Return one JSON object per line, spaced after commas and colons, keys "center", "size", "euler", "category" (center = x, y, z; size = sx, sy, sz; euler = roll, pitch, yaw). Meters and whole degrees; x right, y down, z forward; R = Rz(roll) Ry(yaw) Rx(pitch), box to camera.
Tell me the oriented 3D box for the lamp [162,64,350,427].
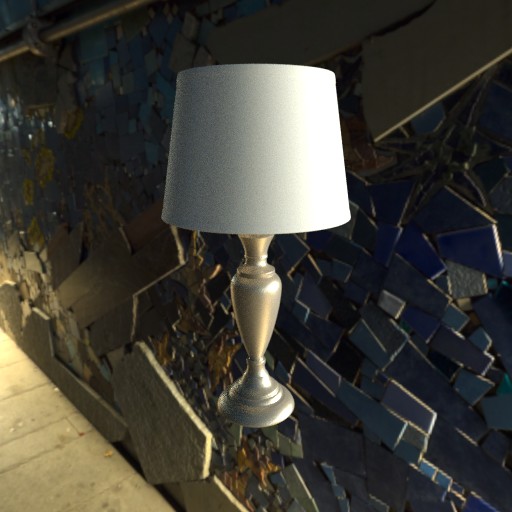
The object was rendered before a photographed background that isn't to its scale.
{"center": [0.000, 0.000, 0.807], "size": [0.328, 0.612, 0.328], "euler": [0, 15, 0], "category": "lamp"}
